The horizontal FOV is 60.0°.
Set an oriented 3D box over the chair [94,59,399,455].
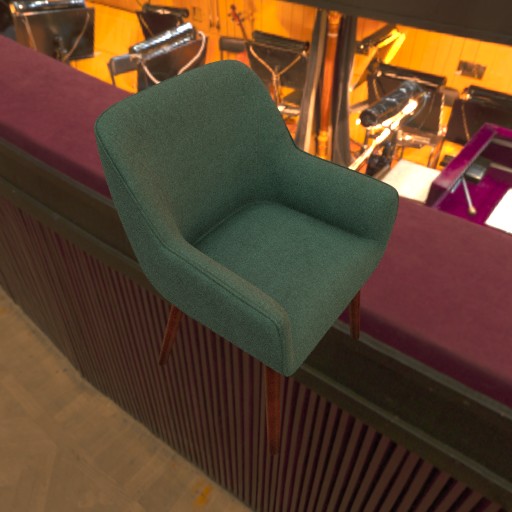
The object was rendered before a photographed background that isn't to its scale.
[{"bbox_3d":[0.000,0.000,1.152,0.519,0.803,0.543,27,49,26],"label":"chair"}]
